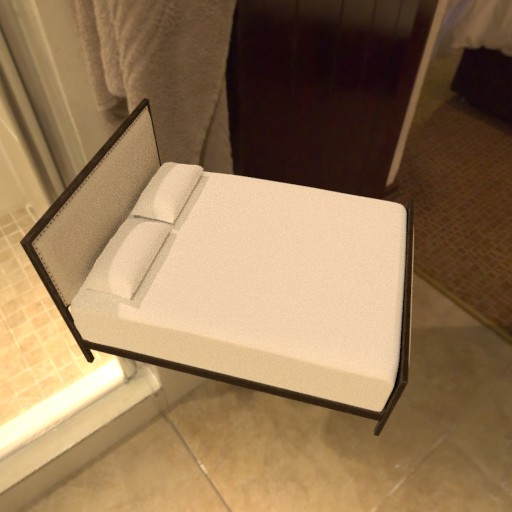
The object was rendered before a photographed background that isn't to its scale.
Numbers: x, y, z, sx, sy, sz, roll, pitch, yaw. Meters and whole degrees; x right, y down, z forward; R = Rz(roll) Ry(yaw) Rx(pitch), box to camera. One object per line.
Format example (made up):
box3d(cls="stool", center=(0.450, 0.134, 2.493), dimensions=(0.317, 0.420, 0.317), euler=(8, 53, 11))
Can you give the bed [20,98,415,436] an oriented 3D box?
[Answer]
box3d(cls="bed", center=(0.000, 0.000, 3.212), dimensions=(2.221, 1.313, 1.607), euler=(11, 49, 10))
